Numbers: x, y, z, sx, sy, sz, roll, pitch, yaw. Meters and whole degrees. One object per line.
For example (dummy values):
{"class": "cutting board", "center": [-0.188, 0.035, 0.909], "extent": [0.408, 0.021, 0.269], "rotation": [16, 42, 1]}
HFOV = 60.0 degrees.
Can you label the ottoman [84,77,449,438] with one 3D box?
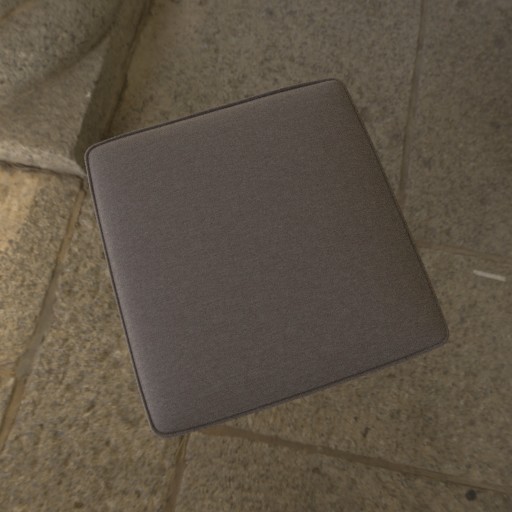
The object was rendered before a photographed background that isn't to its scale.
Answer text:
{"class": "ottoman", "center": [0.000, 0.000, 1.411], "extent": [0.808, 0.612, 0.871], "rotation": [-17, 76, -4]}
